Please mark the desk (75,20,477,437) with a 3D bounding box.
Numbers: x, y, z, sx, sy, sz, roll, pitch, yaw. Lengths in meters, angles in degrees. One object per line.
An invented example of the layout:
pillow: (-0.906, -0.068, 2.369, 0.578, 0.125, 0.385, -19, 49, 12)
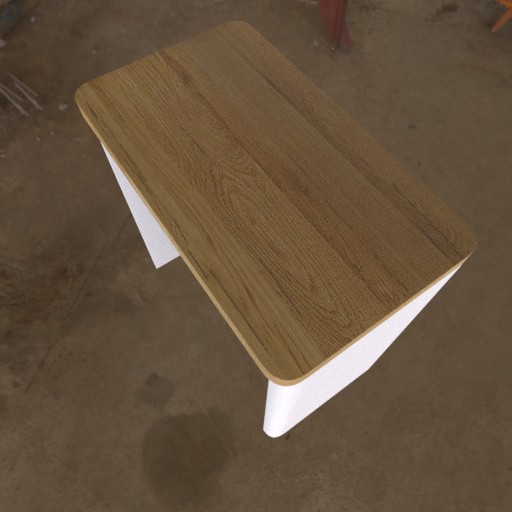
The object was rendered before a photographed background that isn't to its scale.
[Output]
desk: (0.000, 0.000, 1.197, 0.440, 0.790, 0.760, -32, 66, -16)
